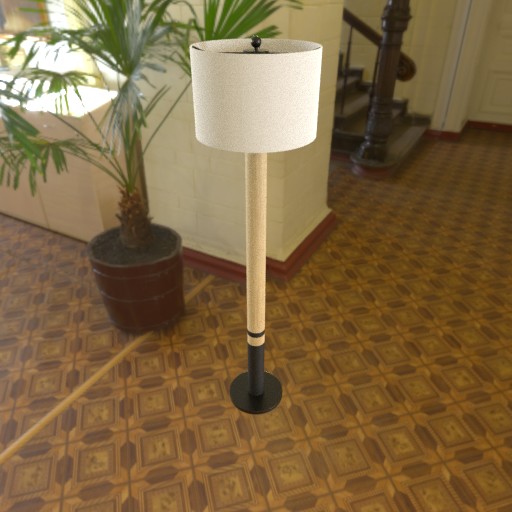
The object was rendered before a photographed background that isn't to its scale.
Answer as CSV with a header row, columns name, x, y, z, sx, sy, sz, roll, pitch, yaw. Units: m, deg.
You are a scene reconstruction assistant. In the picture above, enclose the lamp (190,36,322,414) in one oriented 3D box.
name,x,y,z,sx,sy,sz,roll,pitch,yaw
lamp,0.000,0.000,1.655,0.381,1.478,0.381,-8,33,-14
